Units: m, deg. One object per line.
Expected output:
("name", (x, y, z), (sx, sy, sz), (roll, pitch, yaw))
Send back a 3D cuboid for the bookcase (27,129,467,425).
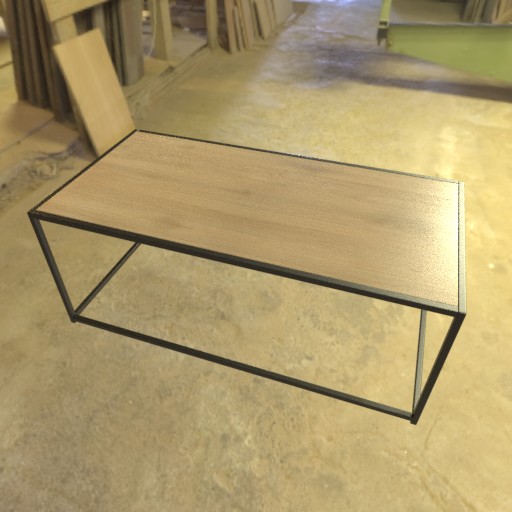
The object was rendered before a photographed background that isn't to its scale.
("bookcase", (0.000, 0.000, 1.253), (1.000, 0.400, 0.500), (13, 42, 15))
